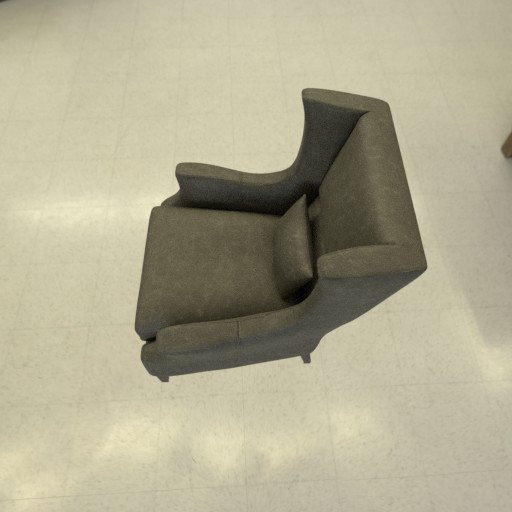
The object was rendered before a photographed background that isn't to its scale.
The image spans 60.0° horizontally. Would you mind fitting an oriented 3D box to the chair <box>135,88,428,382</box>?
[{"bbox_3d":[0.000,0.000,1.763,0.926,1.016,0.853,0,59,0],"label":"chair"}]
